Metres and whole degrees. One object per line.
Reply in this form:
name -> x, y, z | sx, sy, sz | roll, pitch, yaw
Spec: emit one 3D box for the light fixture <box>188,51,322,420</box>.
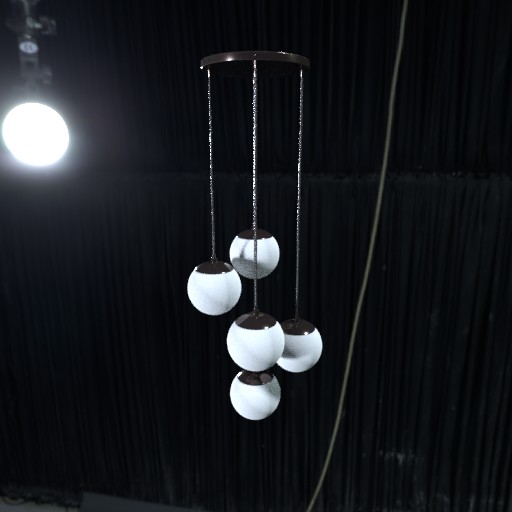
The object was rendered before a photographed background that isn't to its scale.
light fixture -> 0.000, 0.000, 1.563 | 0.484, 1.271, 0.489 | 2, 14, 8
